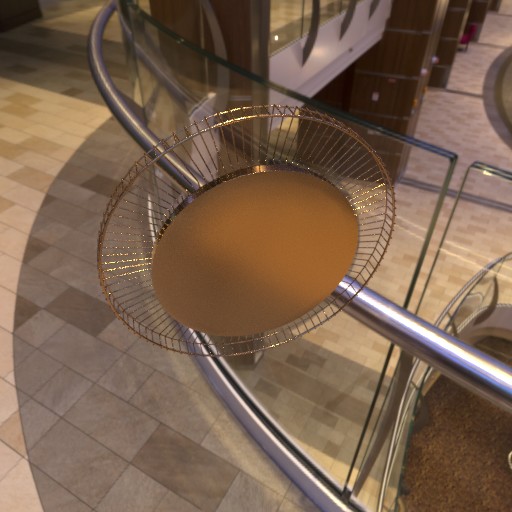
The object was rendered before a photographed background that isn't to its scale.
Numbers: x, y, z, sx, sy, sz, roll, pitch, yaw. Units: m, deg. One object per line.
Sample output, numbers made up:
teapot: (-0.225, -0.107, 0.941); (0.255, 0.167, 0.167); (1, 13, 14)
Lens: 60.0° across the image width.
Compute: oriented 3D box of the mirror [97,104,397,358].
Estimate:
mirror: (0.000, 0.000, 1.042); (0.703, 0.703, 0.067); (-11, 42, -12)
